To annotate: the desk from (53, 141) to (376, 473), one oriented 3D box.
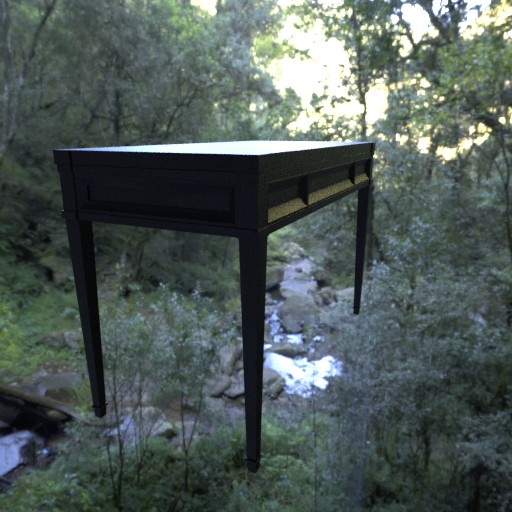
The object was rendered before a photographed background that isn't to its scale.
[{"bbox_3d":[0.000,0.000,1.769,0.630,0.861,1.289,7,17,25],"label":"desk"}]
